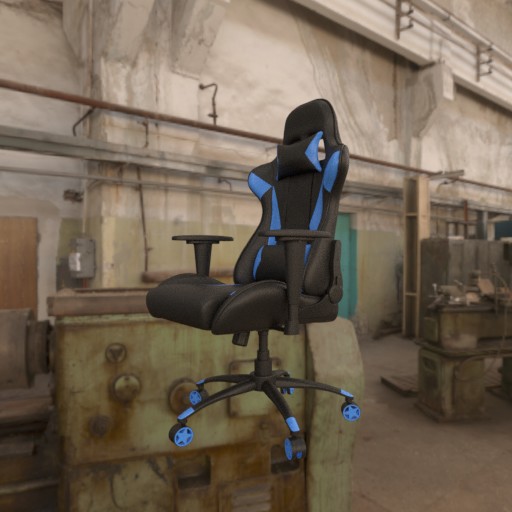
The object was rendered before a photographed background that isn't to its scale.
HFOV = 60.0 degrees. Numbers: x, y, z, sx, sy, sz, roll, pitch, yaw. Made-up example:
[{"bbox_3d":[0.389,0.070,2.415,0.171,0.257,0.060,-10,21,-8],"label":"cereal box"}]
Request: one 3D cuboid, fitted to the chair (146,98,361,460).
[{"bbox_3d":[0.000,0.000,1.697,0.730,1.282,0.695,0,1,-37],"label":"chair"}]
